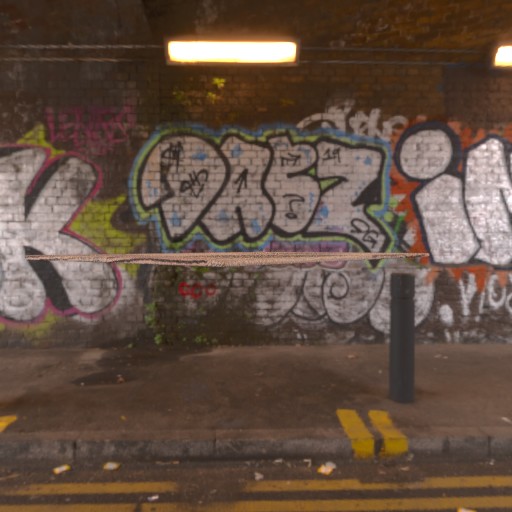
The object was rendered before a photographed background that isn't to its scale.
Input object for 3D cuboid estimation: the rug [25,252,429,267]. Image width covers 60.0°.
[{"bbox_3d":[0.000,0.000,2.358,1.238,0.020,1.847,1,1,38],"label":"rug"}]
